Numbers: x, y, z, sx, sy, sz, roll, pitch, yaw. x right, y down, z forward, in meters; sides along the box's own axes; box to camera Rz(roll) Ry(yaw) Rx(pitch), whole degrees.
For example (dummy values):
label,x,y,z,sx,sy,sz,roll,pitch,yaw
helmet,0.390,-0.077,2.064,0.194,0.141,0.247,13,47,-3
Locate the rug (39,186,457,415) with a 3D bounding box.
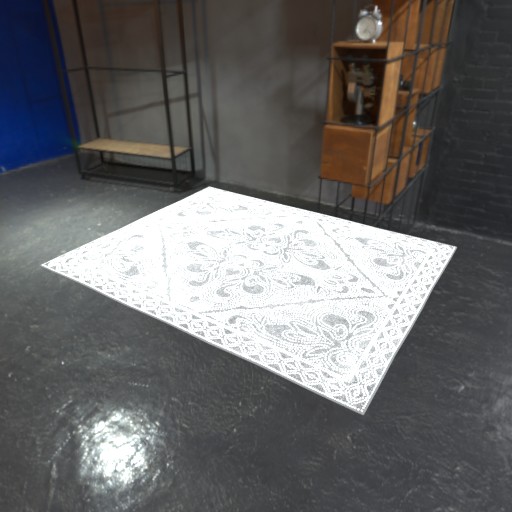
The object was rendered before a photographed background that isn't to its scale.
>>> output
label,x,y,z,sx,sy,sz,roll,pitch,yaw
rug,0.000,0.000,4.096,3.048,0.012,2.438,18,34,29
